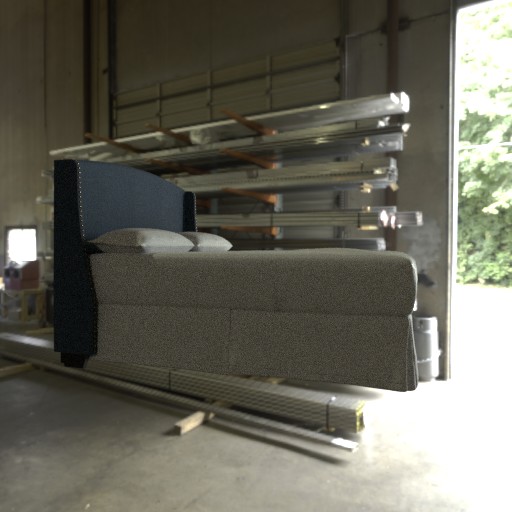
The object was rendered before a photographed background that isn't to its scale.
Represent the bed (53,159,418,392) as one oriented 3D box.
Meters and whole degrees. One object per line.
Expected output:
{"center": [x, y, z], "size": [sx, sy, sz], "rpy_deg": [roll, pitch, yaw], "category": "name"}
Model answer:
{"center": [0.000, 0.000, 3.319], "size": [2.237, 1.407, 1.710], "rpy_deg": [0, 1, 18], "category": "bed"}
